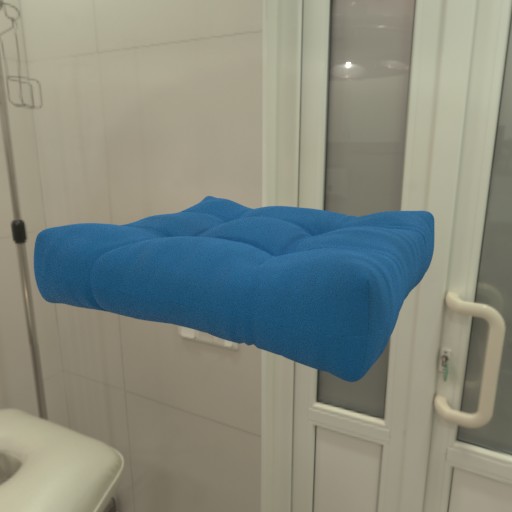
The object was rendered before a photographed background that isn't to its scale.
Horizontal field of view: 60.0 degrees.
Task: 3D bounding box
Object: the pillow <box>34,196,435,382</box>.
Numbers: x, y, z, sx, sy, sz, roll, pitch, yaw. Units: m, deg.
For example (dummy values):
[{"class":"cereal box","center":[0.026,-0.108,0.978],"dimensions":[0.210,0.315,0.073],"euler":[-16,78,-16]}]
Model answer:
[{"class":"pillow","center":[0.000,0.000,0.706],"dimensions":[0.490,0.128,0.468],"euler":[7,16,27]}]
